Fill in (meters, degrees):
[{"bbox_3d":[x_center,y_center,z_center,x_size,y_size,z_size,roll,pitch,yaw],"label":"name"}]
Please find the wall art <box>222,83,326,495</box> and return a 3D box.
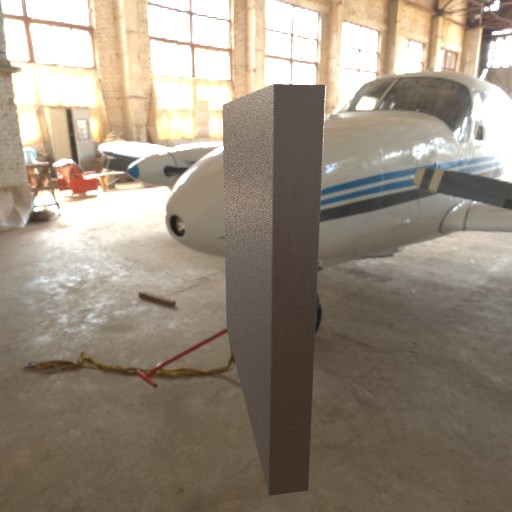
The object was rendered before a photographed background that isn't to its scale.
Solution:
[{"bbox_3d":[0.000,0.000,0.520,0.038,0.350,0.350,-3,17,-10],"label":"wall art"}]
